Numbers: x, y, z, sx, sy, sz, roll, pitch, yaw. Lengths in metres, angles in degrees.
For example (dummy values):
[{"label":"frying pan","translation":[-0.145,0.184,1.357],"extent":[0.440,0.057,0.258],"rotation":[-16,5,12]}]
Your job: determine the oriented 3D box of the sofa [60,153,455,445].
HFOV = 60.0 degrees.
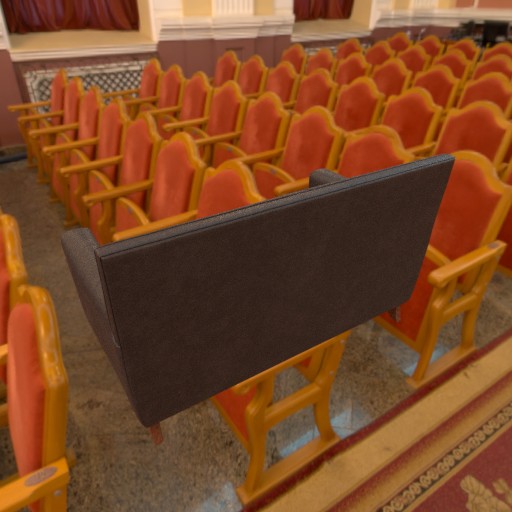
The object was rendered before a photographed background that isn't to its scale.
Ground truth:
[{"label":"sofa","translation":[0.000,0.000,1.983],"extent":[1.473,0.871,0.787],"rotation":[-19,35,-28]}]
